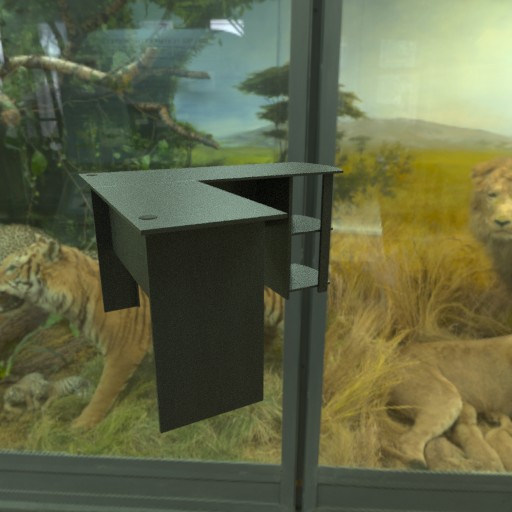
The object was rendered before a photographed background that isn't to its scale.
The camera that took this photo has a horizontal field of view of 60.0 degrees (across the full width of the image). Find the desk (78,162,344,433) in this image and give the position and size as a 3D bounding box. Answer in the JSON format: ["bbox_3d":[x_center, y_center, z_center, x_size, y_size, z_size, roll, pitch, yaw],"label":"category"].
[{"bbox_3d":[0.000,0.000,2.116,1.361,0.716,1.303,-9,20,-26],"label":"desk"}]
